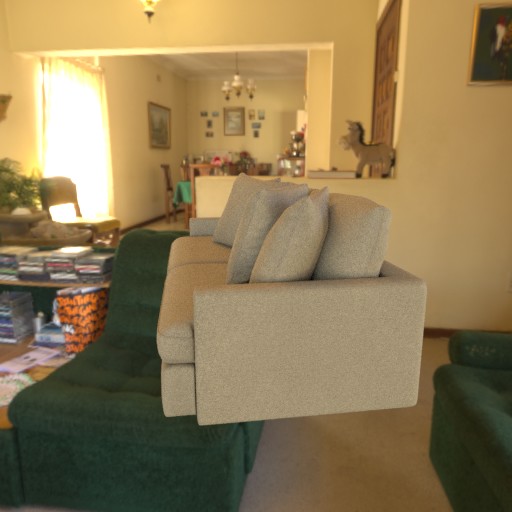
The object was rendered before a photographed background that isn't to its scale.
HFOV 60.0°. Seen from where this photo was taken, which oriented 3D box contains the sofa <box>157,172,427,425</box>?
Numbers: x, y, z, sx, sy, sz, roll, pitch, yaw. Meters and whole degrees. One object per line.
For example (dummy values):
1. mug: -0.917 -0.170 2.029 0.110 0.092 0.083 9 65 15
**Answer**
1. sofa: 0.000 0.000 3.054 1.228 1.084 2.380 -2 13 -9
